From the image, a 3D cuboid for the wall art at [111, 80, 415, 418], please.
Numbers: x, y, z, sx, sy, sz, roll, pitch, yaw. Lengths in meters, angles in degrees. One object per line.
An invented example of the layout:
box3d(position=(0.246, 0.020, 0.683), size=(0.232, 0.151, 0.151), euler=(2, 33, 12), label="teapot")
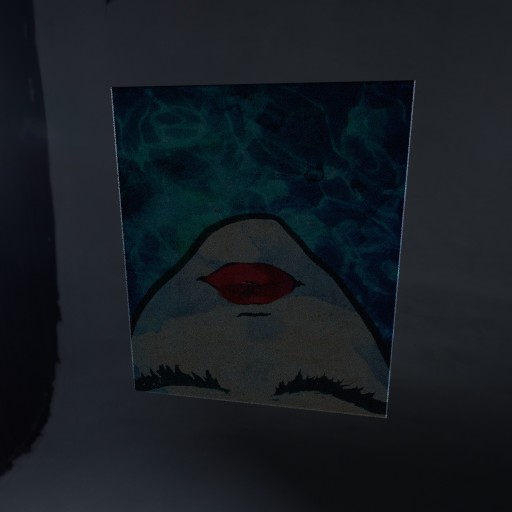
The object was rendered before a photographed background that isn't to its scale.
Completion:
box3d(position=(0.000, 0.000, 0.702), size=(0.432, 0.508, 0.038), euler=(3, 15, 10), label="wall art")
